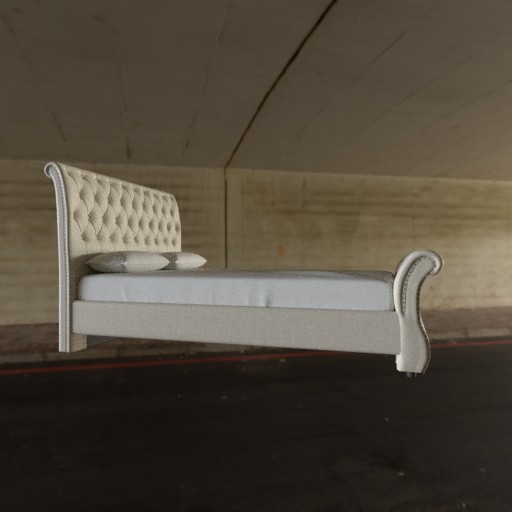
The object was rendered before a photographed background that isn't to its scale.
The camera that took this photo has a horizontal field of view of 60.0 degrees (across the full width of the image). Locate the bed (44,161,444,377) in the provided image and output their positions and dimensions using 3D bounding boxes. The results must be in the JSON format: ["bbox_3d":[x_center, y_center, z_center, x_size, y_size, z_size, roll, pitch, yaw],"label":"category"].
[{"bbox_3d":[0.000,0.000,3.367,2.493,1.268,1.606,0,0,18],"label":"bed"}]
